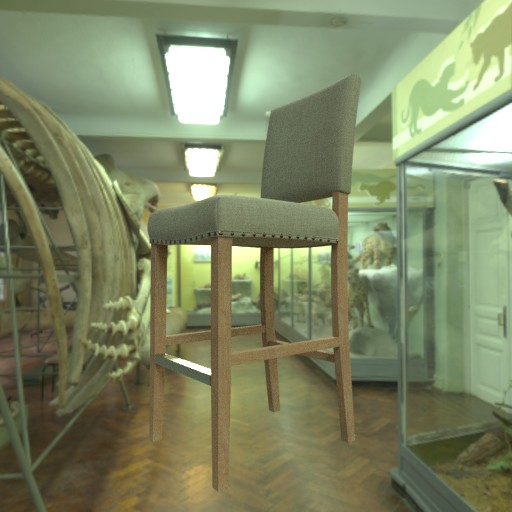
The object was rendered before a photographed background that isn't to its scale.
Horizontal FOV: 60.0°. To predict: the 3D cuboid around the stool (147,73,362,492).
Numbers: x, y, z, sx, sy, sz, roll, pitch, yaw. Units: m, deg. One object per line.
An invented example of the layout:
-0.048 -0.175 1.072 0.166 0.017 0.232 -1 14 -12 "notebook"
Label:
0.000 0.000 1.467 0.585 1.203 0.445 1 -2 -37 "stool"
